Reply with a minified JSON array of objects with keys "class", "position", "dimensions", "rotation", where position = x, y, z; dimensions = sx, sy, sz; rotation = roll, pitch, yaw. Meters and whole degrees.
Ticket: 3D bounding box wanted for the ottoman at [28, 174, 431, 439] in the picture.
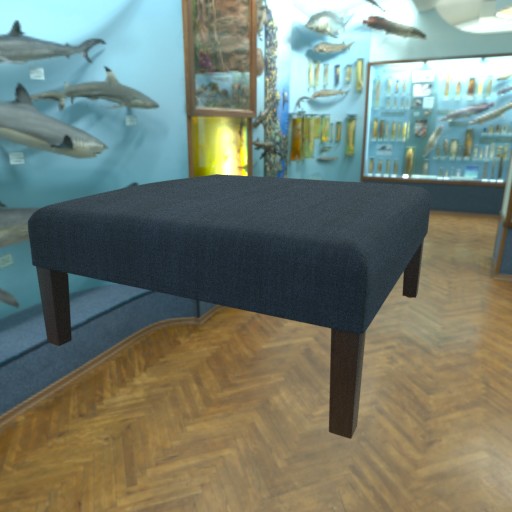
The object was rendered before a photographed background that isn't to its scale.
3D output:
[{"class":"ottoman","position":[0.000,0.000,1.365],"dimensions":[0.889,0.411,0.890],"rotation":[8,18,26]}]
